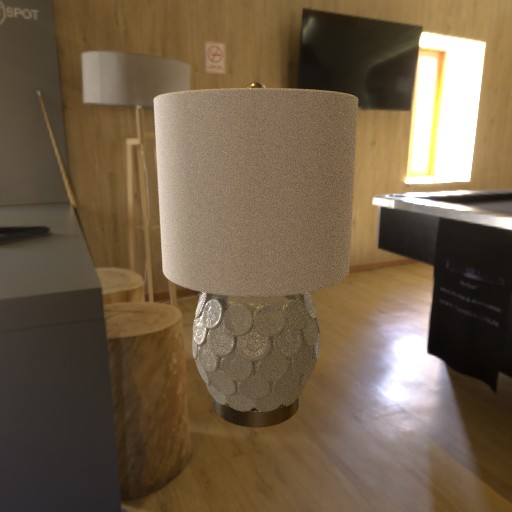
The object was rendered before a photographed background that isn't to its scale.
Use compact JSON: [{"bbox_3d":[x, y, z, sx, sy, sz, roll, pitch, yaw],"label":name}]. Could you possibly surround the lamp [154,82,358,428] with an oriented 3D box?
[{"bbox_3d":[0.000,0.000,0.613,0.254,0.452,0.254,0,14,0],"label":"lamp"}]
